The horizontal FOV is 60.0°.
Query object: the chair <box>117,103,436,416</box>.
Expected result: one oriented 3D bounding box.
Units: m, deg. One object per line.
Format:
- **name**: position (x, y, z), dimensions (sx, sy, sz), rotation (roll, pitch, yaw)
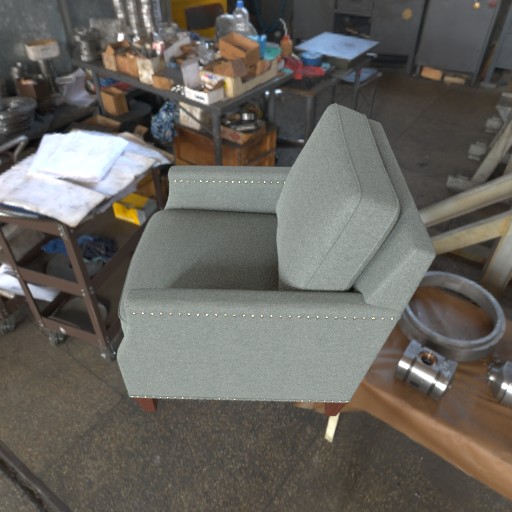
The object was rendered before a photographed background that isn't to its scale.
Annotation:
- **chair**: position (0.000, 0.000, 1.810), dimensions (1.031, 1.031, 0.885), rotation (1, 41, 1)
